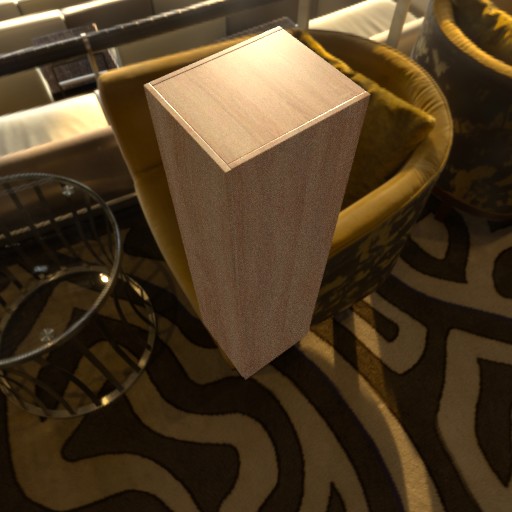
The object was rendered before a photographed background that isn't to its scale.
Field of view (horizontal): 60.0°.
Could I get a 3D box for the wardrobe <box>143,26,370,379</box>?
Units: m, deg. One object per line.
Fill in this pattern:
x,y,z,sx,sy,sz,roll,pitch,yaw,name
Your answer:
0.000,0.000,2.391,0.588,2.117,0.496,-32,63,-18,wardrobe
